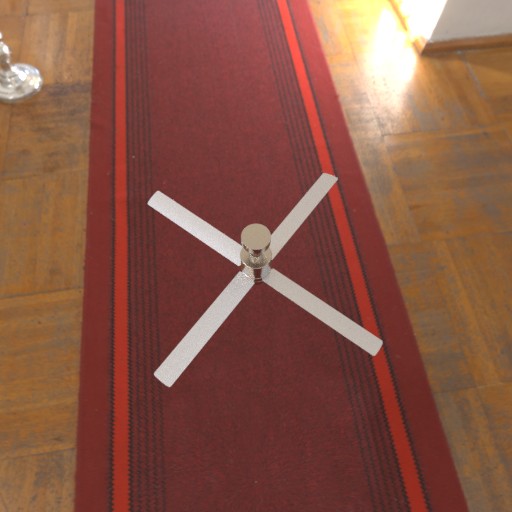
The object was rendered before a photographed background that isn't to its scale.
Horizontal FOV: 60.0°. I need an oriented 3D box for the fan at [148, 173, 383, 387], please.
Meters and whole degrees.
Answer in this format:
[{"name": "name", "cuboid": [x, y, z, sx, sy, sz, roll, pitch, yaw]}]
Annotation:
[{"name": "fan", "cuboid": [0.000, 0.000, 1.984, 1.322, 0.355, 1.322, 34, 68, 16]}]
